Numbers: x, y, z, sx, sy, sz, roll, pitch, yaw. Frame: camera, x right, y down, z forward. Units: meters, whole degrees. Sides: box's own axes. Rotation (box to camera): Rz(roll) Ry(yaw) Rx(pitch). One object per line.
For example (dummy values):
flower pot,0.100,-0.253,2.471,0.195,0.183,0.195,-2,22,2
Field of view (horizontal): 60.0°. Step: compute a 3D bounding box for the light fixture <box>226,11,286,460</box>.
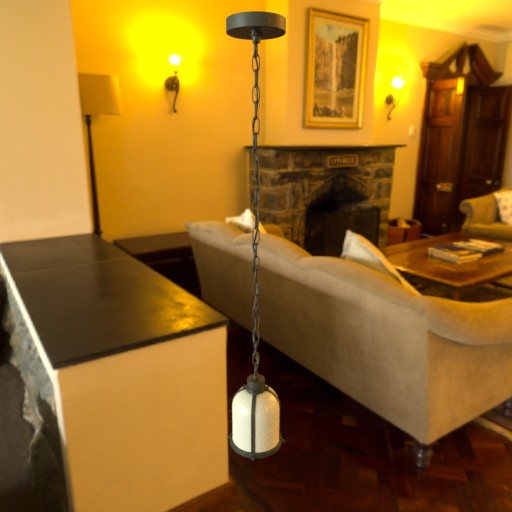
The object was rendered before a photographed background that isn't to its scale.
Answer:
light fixture,0.000,0.000,1.220,0.178,1.181,0.178,2,15,7
